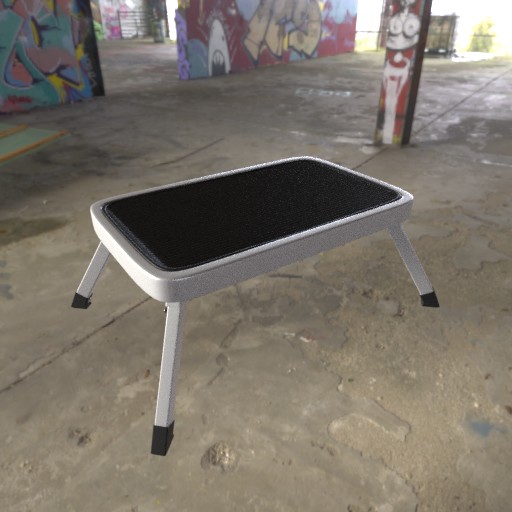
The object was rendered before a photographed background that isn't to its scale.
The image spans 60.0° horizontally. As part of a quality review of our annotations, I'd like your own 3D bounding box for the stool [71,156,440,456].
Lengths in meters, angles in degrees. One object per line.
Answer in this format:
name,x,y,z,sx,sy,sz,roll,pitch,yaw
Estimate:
stool,0.000,0.000,0.621,0.460,0.170,0.320,-19,35,-29
